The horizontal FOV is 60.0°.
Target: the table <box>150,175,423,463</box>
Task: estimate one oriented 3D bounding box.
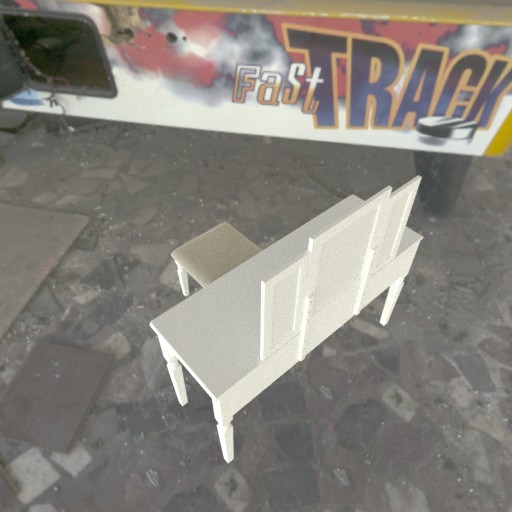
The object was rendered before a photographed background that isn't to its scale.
[{"bbox_3d":[0.000,0.000,2.354,1.369,1.310,1.115,-32,54,-27],"label":"table"}]
